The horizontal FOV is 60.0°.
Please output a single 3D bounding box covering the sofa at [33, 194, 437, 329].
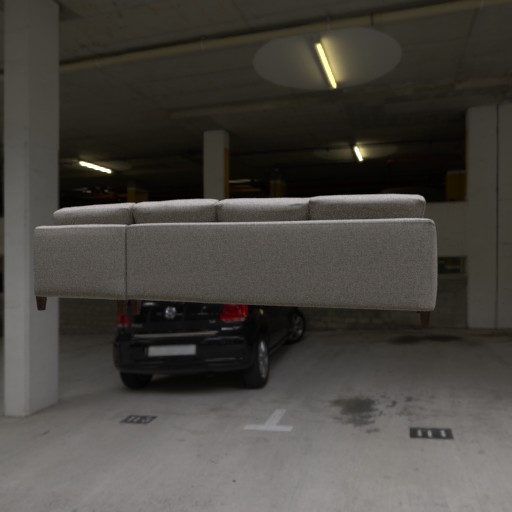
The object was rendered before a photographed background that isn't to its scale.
[{"bbox_3d":[0.000,0.000,4.575,3.302,0.947,2.593,0,0,18],"label":"sofa"}]
